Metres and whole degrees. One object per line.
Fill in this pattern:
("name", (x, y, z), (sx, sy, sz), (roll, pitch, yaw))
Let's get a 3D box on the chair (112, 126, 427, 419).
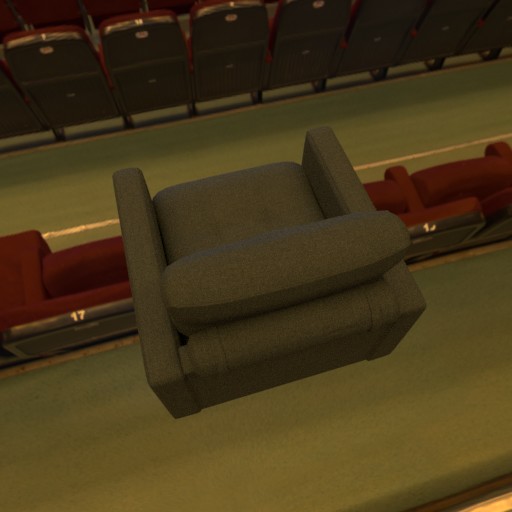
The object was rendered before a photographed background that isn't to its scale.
("chair", (0.000, 0.000, 1.513), (0.821, 0.880, 0.843), (-14, 60, -8))
